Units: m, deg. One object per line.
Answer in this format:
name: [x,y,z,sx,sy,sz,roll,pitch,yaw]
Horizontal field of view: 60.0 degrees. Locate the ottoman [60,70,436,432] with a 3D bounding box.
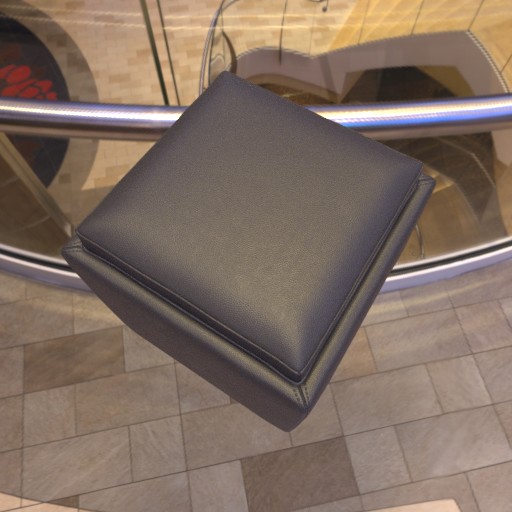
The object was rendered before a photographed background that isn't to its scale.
ottoman: [0.000,0.000,0.838,0.450,0.460,0.451,30,68,13]
